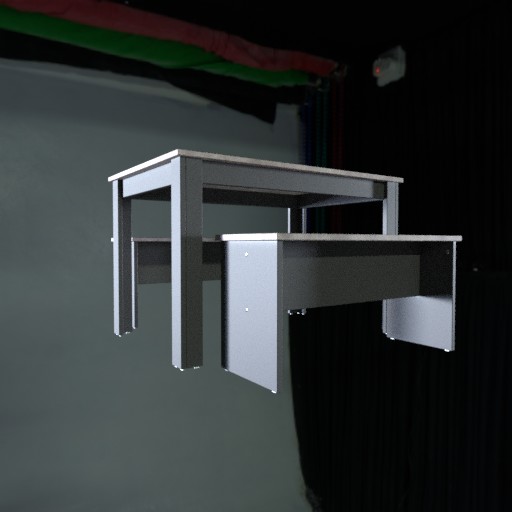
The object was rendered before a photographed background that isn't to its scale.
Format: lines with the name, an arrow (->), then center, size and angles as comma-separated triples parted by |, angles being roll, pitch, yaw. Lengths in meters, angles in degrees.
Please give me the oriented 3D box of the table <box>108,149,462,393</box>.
table -> 0.000, 0.000, 1.997 | 1.100, 0.700, 1.443 | -1, 2, -35
